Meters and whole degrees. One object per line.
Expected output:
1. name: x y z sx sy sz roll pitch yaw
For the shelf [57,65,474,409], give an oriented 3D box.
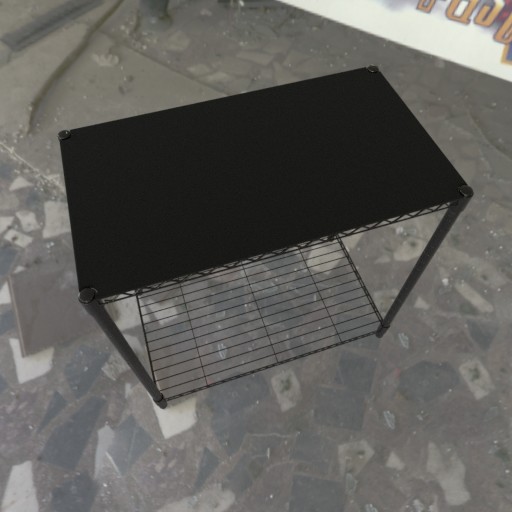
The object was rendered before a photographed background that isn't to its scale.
1. shelf: 0.000 0.000 0.937 0.589 0.564 0.338 -16 59 -10
